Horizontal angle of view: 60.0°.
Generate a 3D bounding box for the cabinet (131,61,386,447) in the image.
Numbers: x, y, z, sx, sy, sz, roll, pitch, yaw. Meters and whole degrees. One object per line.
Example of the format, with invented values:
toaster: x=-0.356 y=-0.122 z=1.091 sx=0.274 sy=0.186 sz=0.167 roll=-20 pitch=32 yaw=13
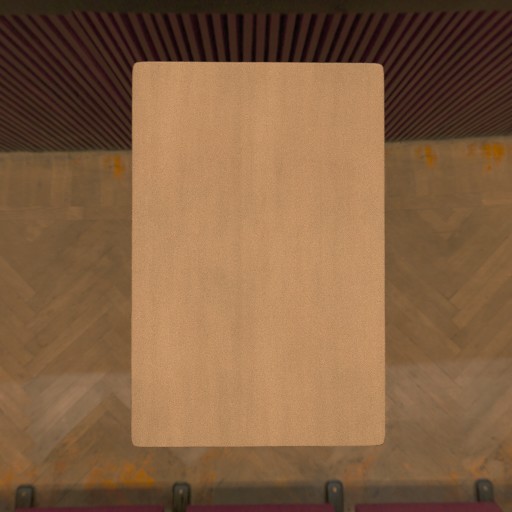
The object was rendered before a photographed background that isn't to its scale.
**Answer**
cabinet: x=0.000 y=0.000 z=1.259 sx=0.503 sy=0.762 sz=0.763 roll=0 pitch=89 yaw=-1
